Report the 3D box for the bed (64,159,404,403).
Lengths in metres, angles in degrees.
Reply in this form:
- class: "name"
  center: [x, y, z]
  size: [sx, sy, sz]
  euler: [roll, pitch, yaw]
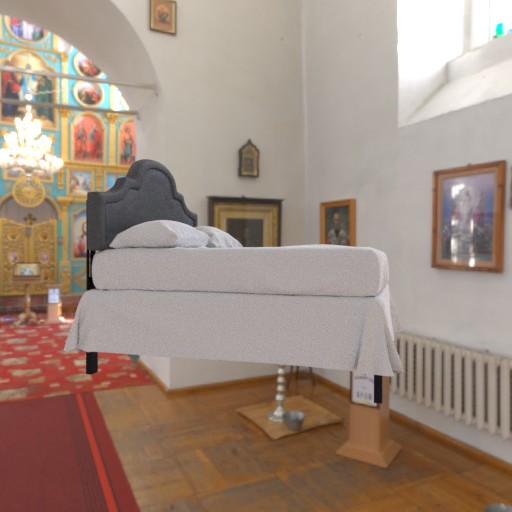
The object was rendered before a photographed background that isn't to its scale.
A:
- class: "bed"
  center: [0.000, 0.000, 3.516]
  size: [2.222, 1.634, 1.780]
  euler: [0, 0, 18]
